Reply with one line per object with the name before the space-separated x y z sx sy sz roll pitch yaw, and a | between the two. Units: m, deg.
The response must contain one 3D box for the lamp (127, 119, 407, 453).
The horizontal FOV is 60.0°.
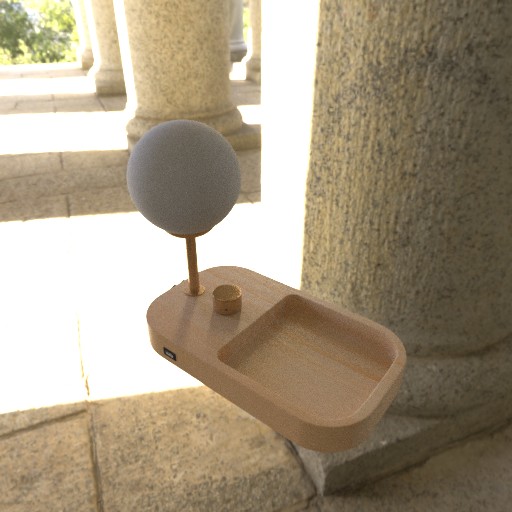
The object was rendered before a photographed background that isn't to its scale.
lamp | 0.000 0.000 0.473 0.331 0.253 0.173 22 37 32
